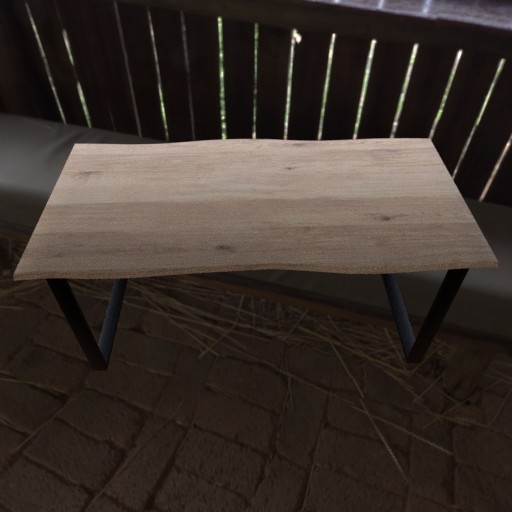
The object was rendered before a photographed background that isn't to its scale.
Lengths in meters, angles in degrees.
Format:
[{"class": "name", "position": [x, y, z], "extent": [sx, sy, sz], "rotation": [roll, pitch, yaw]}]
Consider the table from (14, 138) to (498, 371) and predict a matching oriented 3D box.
[{"class": "table", "position": [0.000, 0.000, 2.212], "extent": [1.800, 0.780, 0.900], "rotation": [-1, 46, -1]}]
